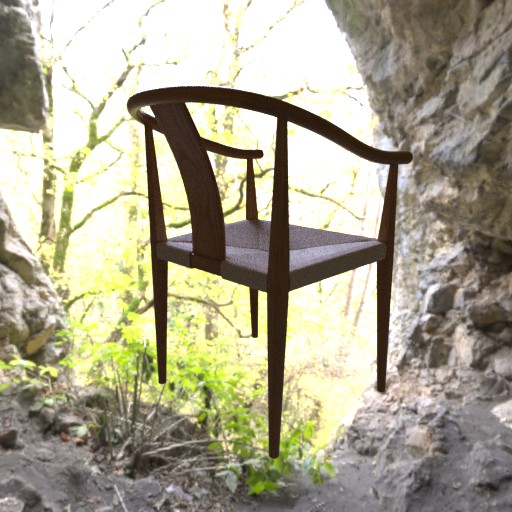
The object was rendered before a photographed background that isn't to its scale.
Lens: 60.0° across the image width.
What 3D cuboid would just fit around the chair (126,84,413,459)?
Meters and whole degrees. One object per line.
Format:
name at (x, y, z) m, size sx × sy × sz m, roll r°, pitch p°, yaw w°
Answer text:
chair at (0.000, 0.000, 1.179) m, size 0.556 × 0.800 × 0.579 m, roll 14°, pitch 20°, yaw 43°
